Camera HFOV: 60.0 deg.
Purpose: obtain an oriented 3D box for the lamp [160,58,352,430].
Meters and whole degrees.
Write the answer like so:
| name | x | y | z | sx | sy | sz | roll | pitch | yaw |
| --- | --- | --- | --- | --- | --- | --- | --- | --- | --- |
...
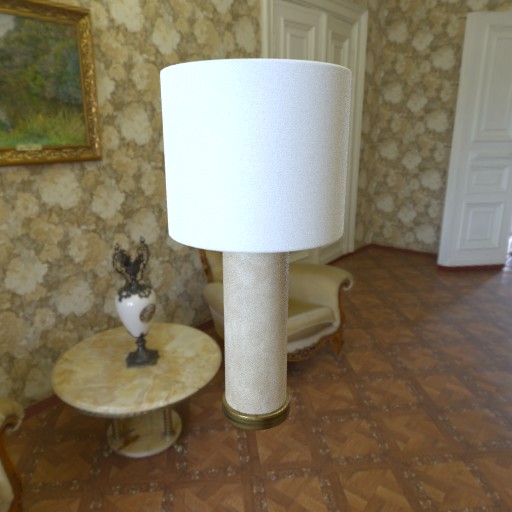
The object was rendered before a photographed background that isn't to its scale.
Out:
| name | x | y | z | sx | sy | sz | roll | pitch | yaw |
| --- | --- | --- | --- | --- | --- | --- | --- | --- | --- |
| lamp | 0.000 | 0.000 | 0.801 | 0.305 | 0.634 | 0.305 | -2 | 16 | -7 |
